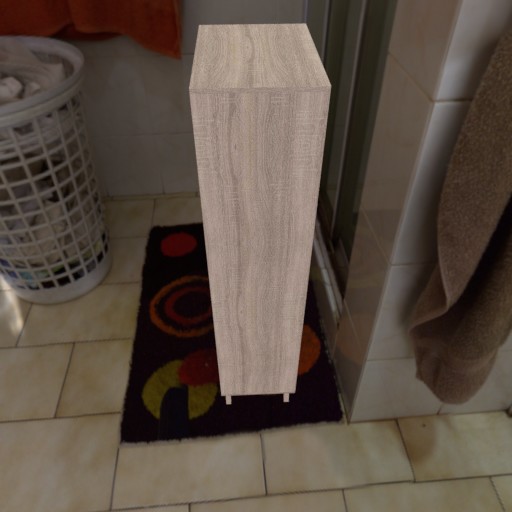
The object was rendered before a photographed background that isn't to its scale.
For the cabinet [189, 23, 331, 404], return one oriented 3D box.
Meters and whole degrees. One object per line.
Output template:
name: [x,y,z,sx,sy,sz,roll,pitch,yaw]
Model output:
cabinet: [0.000,0.000,2.089,0.400,1.850,0.570,-2,44,-2]
